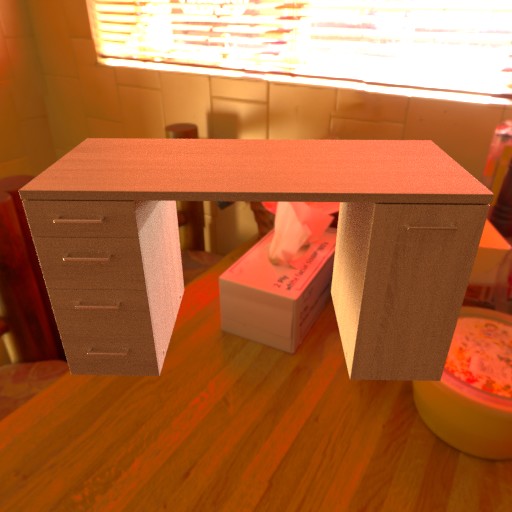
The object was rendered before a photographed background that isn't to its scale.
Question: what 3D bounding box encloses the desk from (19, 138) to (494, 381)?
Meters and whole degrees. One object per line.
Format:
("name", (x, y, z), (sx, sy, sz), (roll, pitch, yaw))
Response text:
("desk", (0.000, 0.000, 1.710), (1.390, 0.740, 0.600), (1, 30, 1))
